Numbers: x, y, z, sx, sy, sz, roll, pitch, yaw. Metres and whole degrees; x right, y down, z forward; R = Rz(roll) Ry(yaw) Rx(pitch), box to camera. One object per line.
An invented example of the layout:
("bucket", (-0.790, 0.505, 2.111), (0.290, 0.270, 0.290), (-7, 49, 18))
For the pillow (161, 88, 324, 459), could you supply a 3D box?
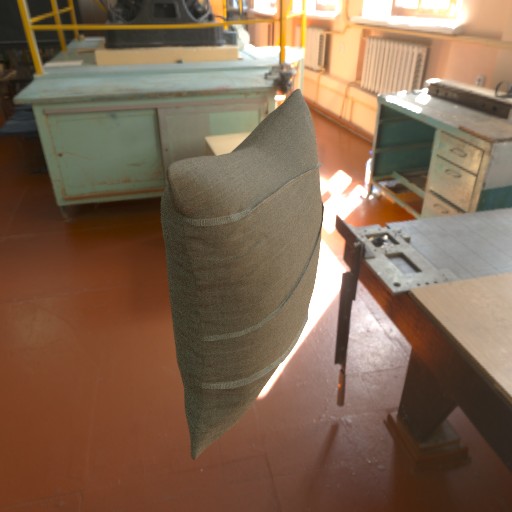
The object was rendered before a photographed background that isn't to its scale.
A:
("pillow", (0.000, 0.000, 0.647), (0.169, 0.400, 0.424), (11, 32, 18))
